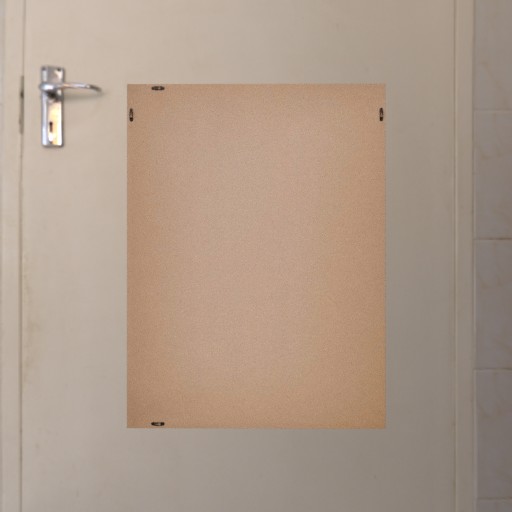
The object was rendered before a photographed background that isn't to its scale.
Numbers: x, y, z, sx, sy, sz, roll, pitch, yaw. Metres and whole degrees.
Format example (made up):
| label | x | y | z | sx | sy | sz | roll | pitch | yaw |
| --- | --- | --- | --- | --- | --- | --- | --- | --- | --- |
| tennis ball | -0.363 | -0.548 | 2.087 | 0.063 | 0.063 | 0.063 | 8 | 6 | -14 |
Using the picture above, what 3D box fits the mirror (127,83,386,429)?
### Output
| label | x | y | z | sx | sy | sz | roll | pitch | yaw |
| --- | --- | --- | --- | --- | --- | --- | --- | --- | --- |
| mirror | 0.000 | 0.000 | 1.321 | 0.762 | 1.016 | 0.040 | 0 | 0 | 0 |
